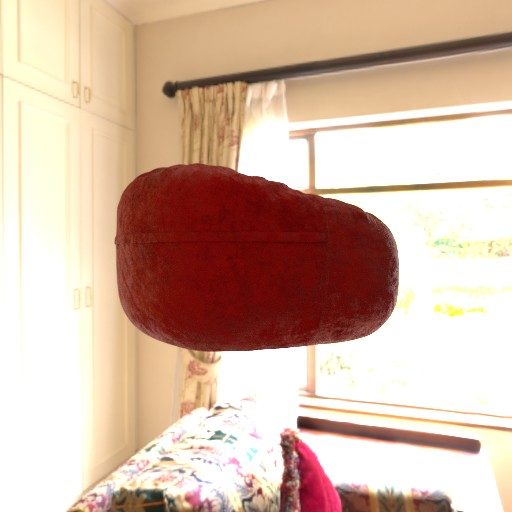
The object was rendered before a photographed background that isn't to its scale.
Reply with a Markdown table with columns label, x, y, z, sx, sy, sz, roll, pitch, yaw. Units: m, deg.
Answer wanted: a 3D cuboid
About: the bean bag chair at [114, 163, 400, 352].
| label | x | y | z | sx | sy | sz | roll | pitch | yaw |
| --- | --- | --- | --- | --- | --- | --- | --- | --- | --- |
| bean bag chair | 0.000 | 0.000 | 2.506 | 1.524 | 0.878 | 1.524 | 0 | 1 | -19 |
